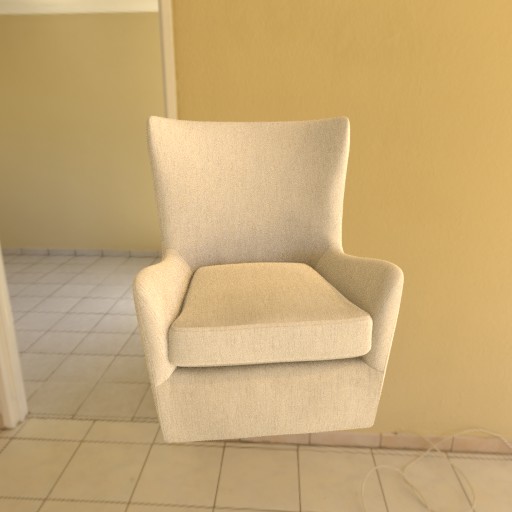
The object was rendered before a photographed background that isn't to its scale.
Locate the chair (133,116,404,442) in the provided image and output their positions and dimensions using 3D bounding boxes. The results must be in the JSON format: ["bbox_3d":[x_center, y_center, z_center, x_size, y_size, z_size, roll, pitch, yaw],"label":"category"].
[{"bbox_3d":[0.000,0.000,1.653,0.779,1.000,0.904,-2,17,-6],"label":"chair"}]
